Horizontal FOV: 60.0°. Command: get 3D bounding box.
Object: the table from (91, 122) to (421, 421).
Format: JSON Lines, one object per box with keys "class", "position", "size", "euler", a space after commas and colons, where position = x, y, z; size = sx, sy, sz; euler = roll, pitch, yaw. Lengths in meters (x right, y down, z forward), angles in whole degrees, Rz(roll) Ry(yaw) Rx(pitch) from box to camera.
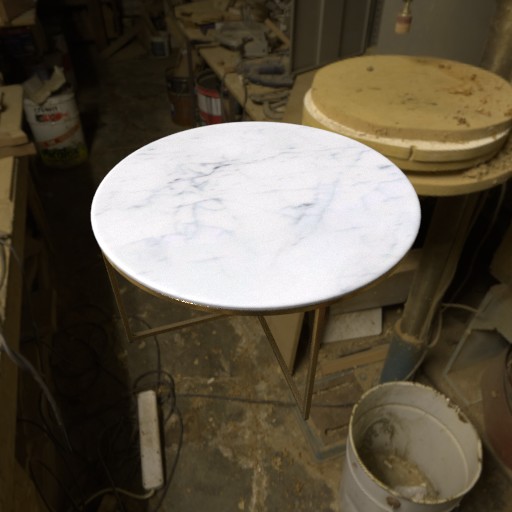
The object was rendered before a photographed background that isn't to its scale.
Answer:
{"class": "table", "position": [0.000, 0.000, 1.260], "size": [0.800, 0.450, 0.800], "euler": [0, 41, 0]}
